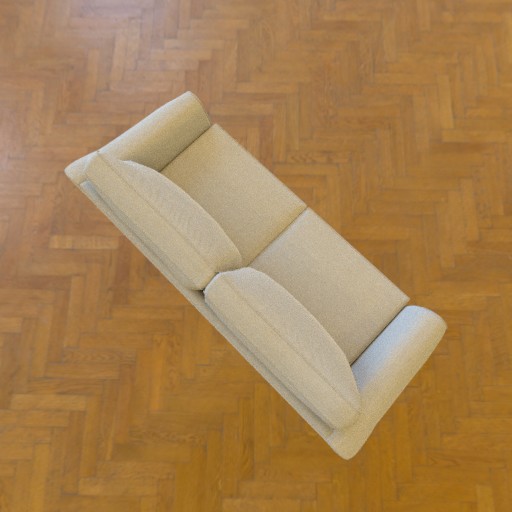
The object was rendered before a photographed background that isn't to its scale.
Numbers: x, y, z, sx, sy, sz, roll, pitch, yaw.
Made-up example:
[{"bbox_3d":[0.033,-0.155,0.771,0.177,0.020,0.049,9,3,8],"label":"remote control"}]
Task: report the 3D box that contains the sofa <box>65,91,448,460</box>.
[{"bbox_3d":[0.000,0.000,2.757,2.270,0.965,0.980,44,80,10],"label":"sofa"}]
